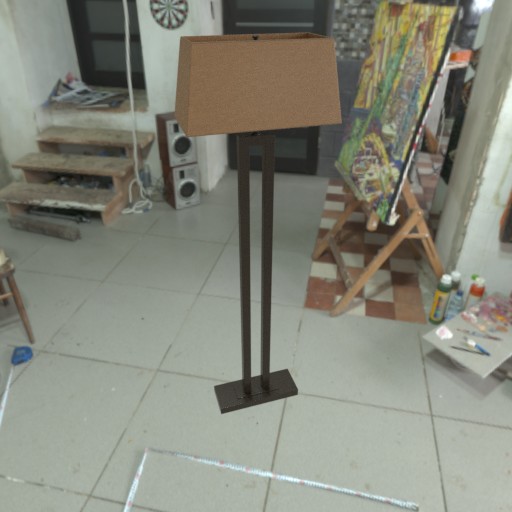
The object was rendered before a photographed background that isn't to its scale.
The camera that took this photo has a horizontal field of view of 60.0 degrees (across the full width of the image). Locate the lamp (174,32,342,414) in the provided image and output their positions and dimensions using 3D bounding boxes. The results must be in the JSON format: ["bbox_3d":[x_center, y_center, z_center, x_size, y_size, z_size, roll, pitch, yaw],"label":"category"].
[{"bbox_3d":[0.000,0.000,1.643,0.475,1.469,0.233,-9,33,-15],"label":"lamp"}]
